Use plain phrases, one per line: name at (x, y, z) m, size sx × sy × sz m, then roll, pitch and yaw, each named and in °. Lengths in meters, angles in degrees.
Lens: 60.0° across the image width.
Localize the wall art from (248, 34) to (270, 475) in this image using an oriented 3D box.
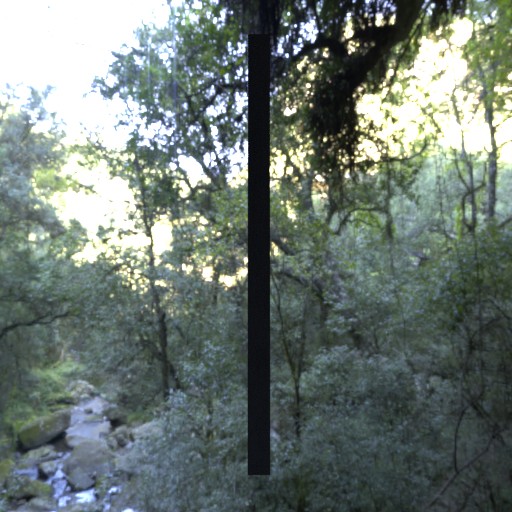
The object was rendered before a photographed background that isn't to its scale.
wall art at (0.000, 0.000, 1.146) m, size 0.039 × 0.763 × 0.763 m, roll 0°, pitch -1°, yaw -1°
